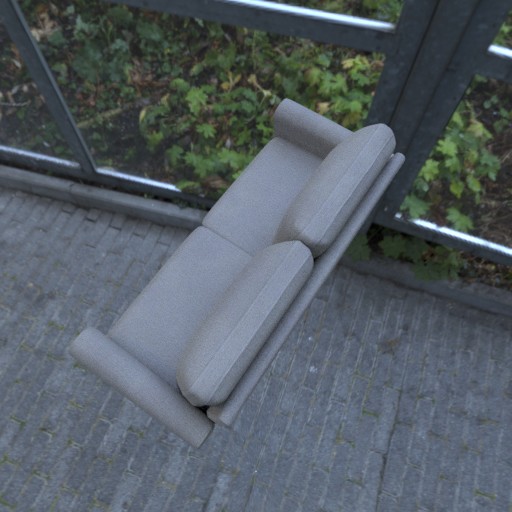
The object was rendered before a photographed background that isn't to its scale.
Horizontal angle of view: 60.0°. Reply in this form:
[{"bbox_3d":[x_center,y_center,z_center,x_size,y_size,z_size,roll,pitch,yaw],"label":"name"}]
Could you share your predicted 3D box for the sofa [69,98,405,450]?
[{"bbox_3d":[0.000,0.000,2.443,0.842,0.942,1.935,31,68,14],"label":"sofa"}]
